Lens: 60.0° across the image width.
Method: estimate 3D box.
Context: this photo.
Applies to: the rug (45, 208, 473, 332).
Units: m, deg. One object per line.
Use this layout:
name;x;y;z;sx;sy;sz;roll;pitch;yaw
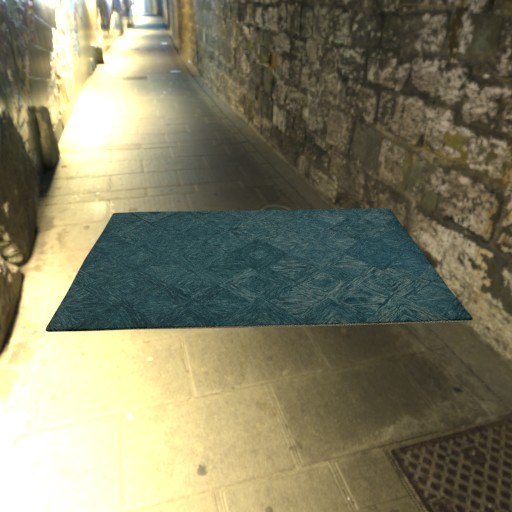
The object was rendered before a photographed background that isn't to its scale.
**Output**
rug;0.000;0.000;2.263;1.728;0.017;1.136;-1;30;-2
